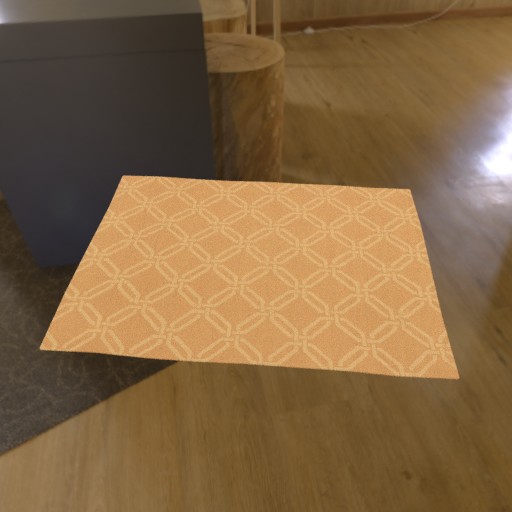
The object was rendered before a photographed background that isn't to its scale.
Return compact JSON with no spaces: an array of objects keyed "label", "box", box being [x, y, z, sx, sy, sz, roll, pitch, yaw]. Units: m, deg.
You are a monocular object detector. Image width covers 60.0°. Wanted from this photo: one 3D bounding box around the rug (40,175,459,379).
[{"label":"rug","box":[0.000,0.000,2.741,2.135,0.013,1.524,3,46,3]}]
